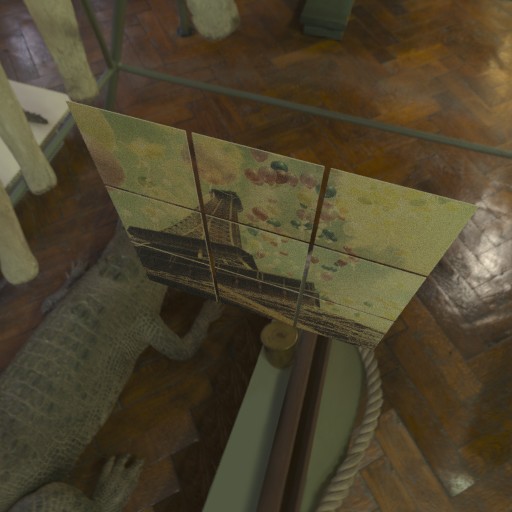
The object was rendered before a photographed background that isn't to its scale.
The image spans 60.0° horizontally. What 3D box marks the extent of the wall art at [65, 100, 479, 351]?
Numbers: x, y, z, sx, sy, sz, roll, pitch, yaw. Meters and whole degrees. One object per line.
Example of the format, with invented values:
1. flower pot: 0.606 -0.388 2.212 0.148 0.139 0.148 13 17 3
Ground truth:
1. wall art: 0.000 0.000 2.201 1.517 1.505 0.002 17 62 9
